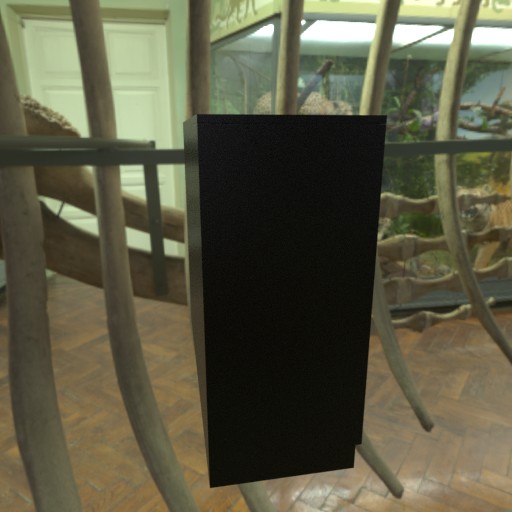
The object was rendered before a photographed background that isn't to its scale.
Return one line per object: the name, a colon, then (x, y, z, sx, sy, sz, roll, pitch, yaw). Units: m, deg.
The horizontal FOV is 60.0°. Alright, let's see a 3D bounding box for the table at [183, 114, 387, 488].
table: (0.000, 0.000, 1.347, 0.380, 0.790, 0.930, -3, 16, -10)
